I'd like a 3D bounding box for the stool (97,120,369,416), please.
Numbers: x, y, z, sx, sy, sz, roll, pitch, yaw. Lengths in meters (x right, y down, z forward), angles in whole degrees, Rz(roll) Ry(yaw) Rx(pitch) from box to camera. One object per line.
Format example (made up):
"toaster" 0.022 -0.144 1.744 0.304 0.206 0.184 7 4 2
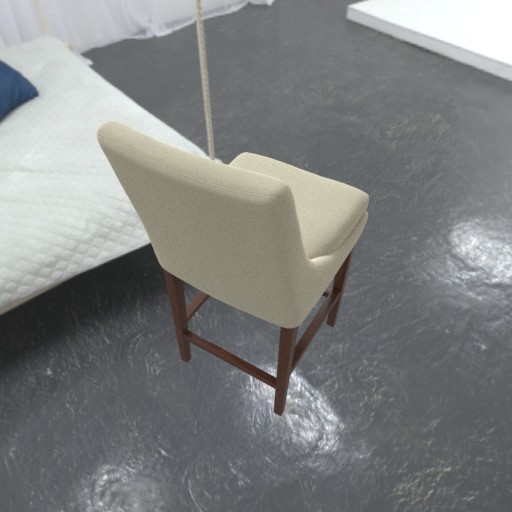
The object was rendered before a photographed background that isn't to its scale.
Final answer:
"stool" 0.000 0.000 1.287 0.470 0.981 0.577 24 51 21
